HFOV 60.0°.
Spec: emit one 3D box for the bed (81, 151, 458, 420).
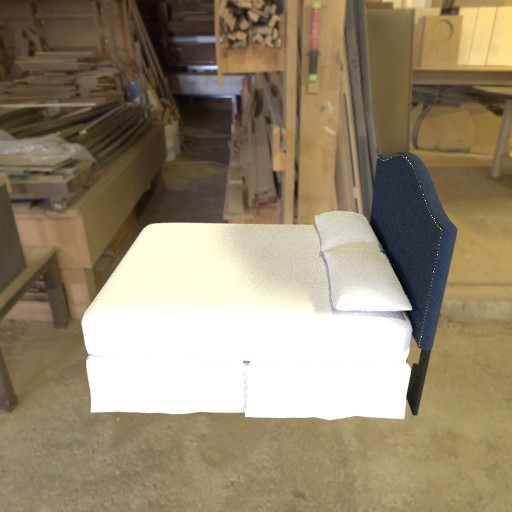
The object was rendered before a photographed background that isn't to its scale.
[{"bbox_3d":[0.000,0.000,3.271,2.153,1.518,1.713,1,26,2],"label":"bed"}]
